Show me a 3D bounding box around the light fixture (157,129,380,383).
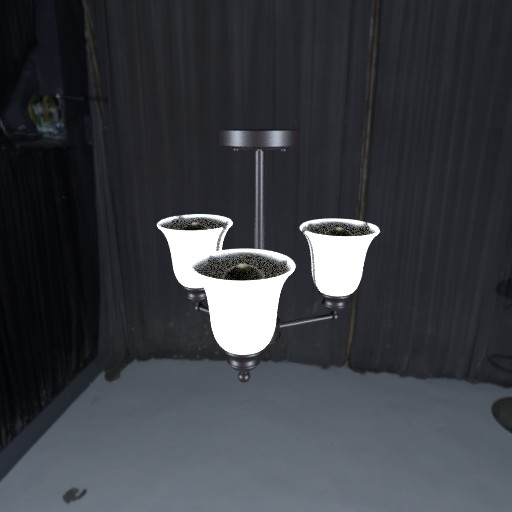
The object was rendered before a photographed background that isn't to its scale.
[{"bbox_3d":[0.000,0.000,0.679,0.388,0.370,0.354,3,17,8],"label":"light fixture"}]
